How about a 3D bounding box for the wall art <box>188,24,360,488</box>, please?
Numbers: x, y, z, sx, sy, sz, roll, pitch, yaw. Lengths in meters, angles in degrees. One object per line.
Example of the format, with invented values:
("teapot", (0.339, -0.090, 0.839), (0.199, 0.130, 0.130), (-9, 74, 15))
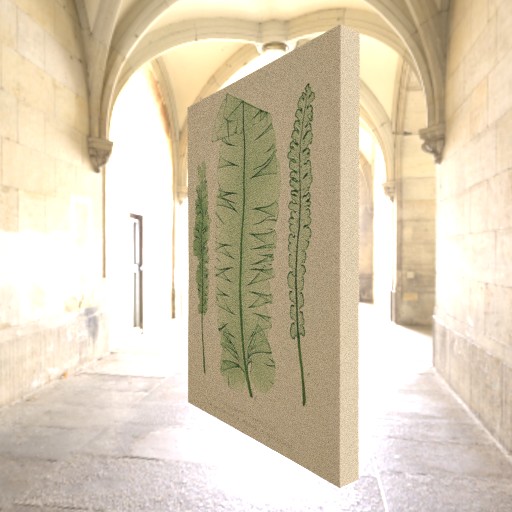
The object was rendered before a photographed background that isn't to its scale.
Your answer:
("wall art", (0.000, 0.000, 0.760), (0.038, 0.608, 0.418), (0, 1, -37))
